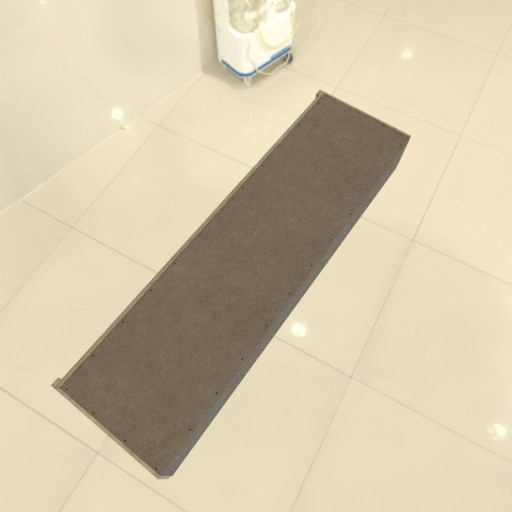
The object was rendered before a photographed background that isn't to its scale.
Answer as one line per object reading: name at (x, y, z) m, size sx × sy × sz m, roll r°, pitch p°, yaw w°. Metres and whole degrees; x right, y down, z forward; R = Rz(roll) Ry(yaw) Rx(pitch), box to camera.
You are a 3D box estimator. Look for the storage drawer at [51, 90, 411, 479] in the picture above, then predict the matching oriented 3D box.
storage drawer at (0.000, 0.000, 2.249) m, size 0.591 × 0.274 × 2.072 m, roll 33°, pitch 68°, yaw 15°
